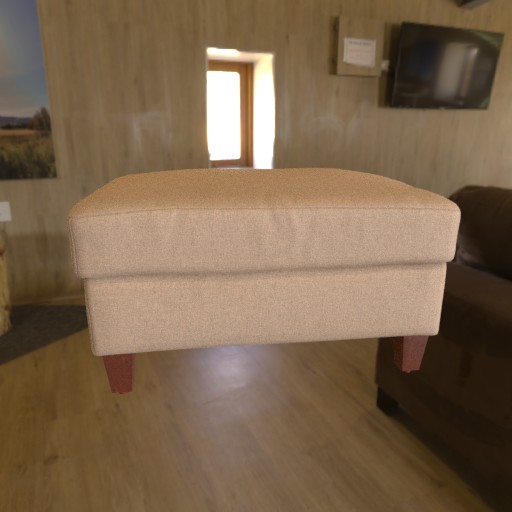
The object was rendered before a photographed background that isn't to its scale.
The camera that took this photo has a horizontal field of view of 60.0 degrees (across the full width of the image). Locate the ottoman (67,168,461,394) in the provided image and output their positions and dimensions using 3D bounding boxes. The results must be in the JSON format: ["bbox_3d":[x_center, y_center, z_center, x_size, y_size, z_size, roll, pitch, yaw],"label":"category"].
[{"bbox_3d":[0.000,0.000,1.336,0.902,0.511,0.692,-2,16,-8],"label":"ottoman"}]
